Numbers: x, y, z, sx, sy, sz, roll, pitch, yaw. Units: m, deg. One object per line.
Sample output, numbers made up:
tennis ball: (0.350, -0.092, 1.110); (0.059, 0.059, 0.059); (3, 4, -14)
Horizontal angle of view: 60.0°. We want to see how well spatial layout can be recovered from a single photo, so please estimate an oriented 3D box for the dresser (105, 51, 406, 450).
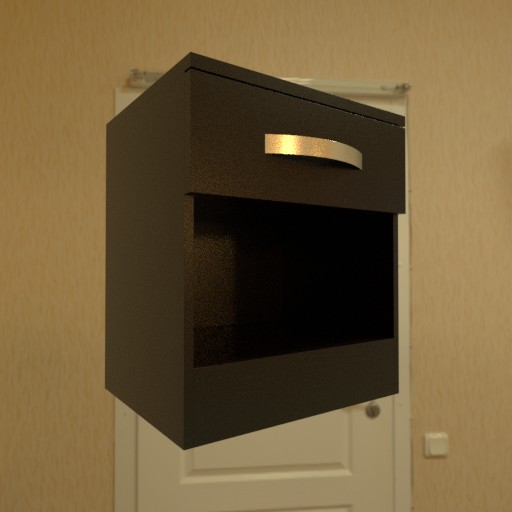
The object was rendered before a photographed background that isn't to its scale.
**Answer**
dresser: (0.000, 0.000, 0.754); (0.400, 0.470, 0.360); (1, -1, -35)
